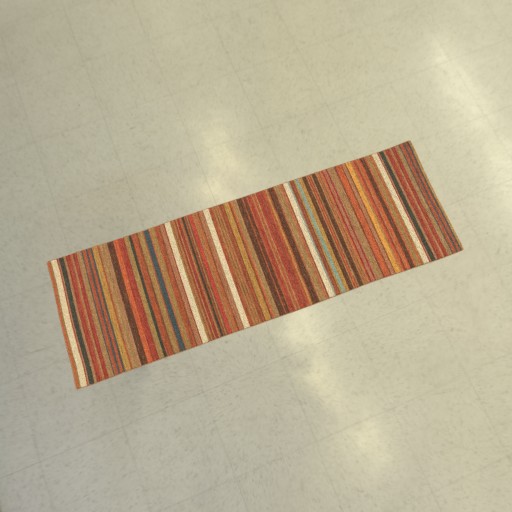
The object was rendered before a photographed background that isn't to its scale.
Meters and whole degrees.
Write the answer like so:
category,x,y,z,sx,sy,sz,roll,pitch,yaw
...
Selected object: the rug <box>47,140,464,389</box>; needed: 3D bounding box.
category,x,y,z,sx,sy,sz,roll,pitch,yaw
rug,0.000,0.000,2.713,2.444,0.030,0.799,-19,75,-5
